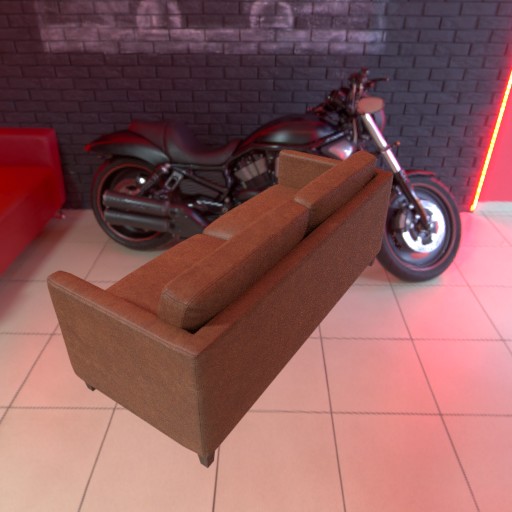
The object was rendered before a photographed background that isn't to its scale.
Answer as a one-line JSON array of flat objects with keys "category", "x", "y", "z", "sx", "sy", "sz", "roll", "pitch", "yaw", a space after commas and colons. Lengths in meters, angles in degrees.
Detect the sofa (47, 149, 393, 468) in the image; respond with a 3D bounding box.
[{"category": "sofa", "x": 0.000, "y": 0.000, "z": 2.760, "sx": 0.950, "sy": 0.932, "sz": 2.204, "roll": 20, "pitch": 37, "yaw": 28}]
